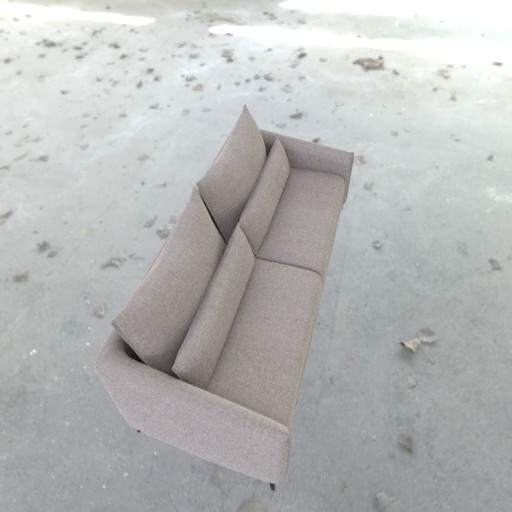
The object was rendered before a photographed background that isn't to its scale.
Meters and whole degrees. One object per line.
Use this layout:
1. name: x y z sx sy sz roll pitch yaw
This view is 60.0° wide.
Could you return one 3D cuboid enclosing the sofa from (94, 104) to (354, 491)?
1. sofa: 0.000 0.000 2.406 0.809 0.833 2.022 11 47 11
